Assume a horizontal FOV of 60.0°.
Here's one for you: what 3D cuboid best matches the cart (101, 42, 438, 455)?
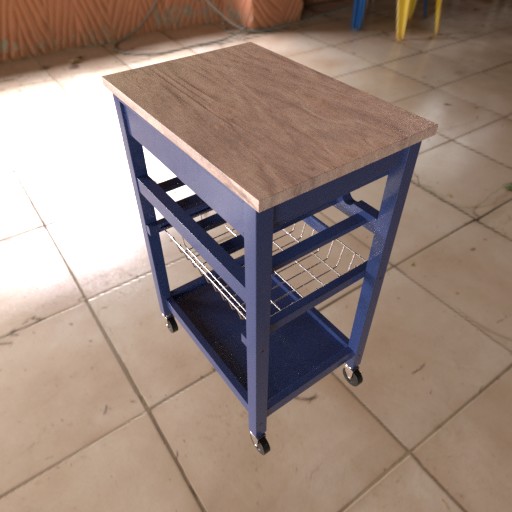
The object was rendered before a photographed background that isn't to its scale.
[{"bbox_3d":[0.000,0.000,1.154,0.403,0.839,0.584,-26,49,-26],"label":"cart"}]
